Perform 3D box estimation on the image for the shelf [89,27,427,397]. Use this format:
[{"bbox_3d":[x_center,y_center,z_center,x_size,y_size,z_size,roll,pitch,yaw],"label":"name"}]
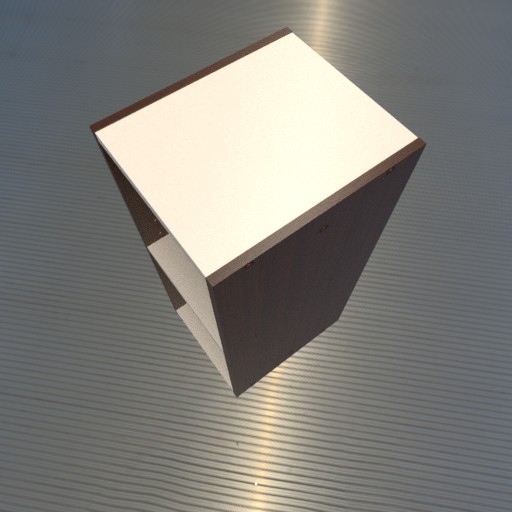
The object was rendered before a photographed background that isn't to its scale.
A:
[{"bbox_3d":[0.000,0.000,0.768,0.290,0.600,0.253,-34,68,-16],"label":"shelf"}]
